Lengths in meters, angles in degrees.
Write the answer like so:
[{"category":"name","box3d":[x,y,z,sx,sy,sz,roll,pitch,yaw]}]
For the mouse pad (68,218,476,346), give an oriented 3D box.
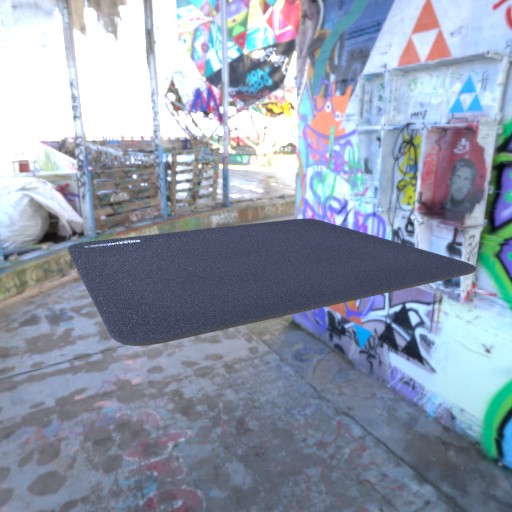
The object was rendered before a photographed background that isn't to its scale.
[{"category":"mouse pad","box3d":[0.000,0.000,0.338,0.249,0.002,0.211,-8,18,-27]}]
